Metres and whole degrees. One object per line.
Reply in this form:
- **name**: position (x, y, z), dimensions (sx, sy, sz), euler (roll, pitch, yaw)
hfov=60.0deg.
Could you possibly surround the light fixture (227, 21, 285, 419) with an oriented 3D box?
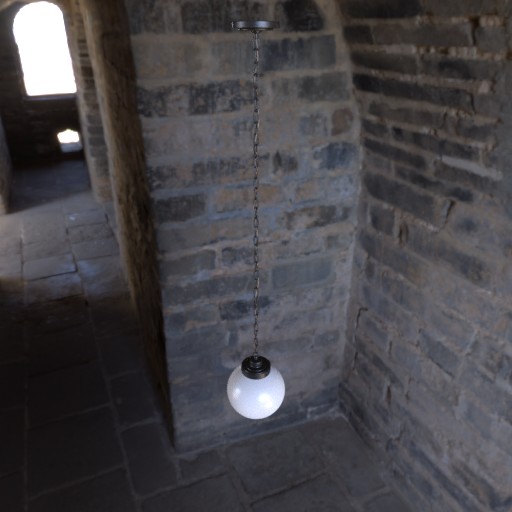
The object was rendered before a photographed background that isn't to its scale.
- **light fixture**: position (0.000, 0.000, 1.996), dimensions (0.305, 1.867, 0.304), euler (8, 28, 16)
